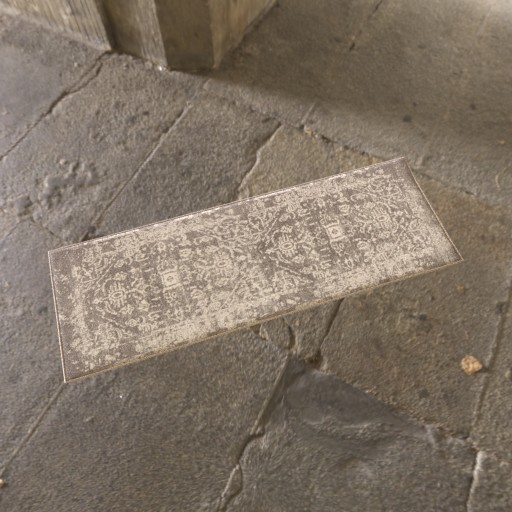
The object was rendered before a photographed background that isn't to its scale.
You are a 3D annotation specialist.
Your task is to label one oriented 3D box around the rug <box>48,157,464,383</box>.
[{"bbox_3d":[0.000,0.000,2.751,2.452,0.017,0.855,-16,64,-8],"label":"rug"}]
